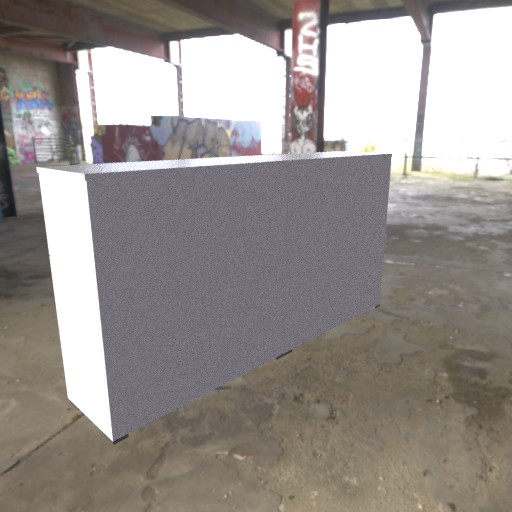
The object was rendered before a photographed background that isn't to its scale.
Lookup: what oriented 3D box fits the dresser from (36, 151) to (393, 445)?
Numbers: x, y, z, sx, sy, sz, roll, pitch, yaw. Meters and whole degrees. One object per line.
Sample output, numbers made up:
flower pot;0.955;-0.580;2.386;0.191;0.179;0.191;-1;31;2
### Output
dresser;0.000;0.000;1.835;0.333;0.790;1.535;15;22;43
